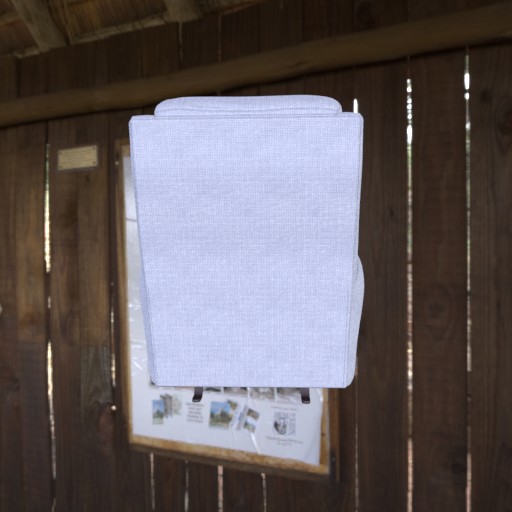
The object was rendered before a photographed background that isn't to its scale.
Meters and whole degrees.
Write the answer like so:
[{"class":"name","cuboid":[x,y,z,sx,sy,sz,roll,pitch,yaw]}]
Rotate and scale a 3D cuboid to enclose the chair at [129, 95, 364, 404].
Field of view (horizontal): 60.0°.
[{"class":"chair","cuboid":[0.000,0.000,1.819,0.829,1.030,1.080,0,0,2]}]
